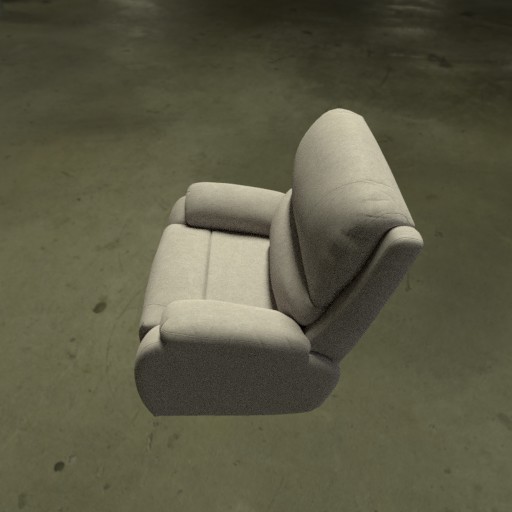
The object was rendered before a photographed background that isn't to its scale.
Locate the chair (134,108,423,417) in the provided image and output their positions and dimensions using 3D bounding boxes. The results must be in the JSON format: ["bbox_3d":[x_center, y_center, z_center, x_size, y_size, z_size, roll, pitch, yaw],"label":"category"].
[{"bbox_3d":[0.000,0.000,1.764,0.899,1.011,0.930,0,40,-1],"label":"chair"}]
